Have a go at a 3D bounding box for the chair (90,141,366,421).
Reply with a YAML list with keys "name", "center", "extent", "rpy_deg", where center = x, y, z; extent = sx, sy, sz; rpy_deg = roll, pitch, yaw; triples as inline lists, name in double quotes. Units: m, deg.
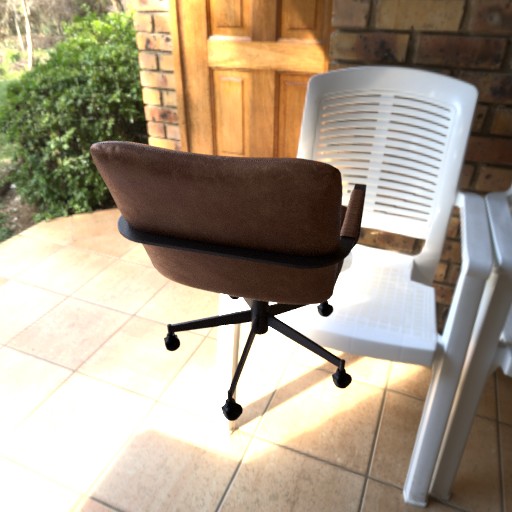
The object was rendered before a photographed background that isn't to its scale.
- name: "chair"
  center: [0.000, 0.000, 1.455]
  extent: [0.727, 0.922, 0.754]
  rpy_deg: [9, 32, 14]
